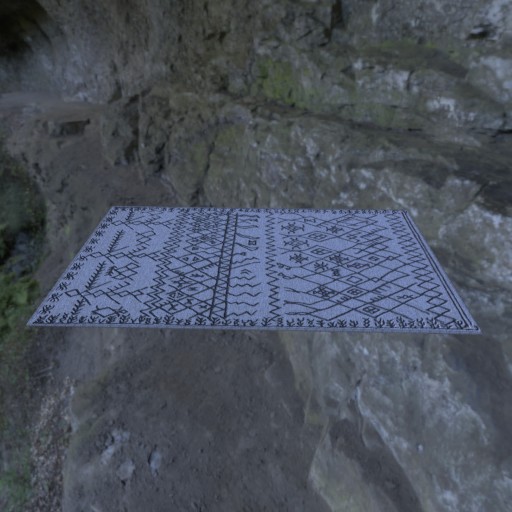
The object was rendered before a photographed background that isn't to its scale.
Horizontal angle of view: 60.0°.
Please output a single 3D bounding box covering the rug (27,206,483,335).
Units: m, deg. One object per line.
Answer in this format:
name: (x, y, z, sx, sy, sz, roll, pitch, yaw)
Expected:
rug: (0.000, 0.000, 3.021, 2.444, 0.012, 1.526, 1, 31, 1)
